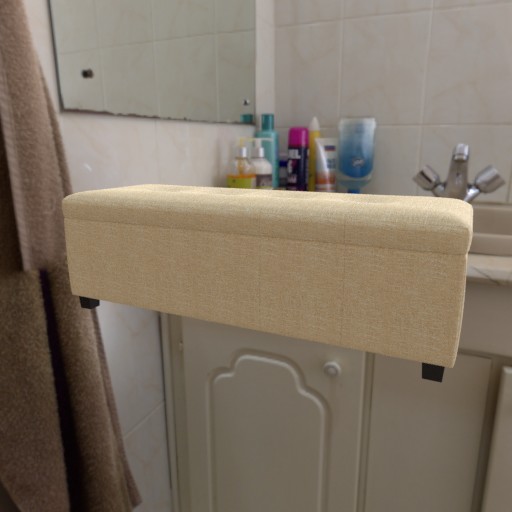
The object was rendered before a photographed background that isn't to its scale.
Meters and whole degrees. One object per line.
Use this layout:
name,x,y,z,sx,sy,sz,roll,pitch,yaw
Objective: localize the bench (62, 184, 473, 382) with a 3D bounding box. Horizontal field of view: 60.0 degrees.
bench,0.000,0.000,1.416,1.219,0.406,0.432,7,15,25
